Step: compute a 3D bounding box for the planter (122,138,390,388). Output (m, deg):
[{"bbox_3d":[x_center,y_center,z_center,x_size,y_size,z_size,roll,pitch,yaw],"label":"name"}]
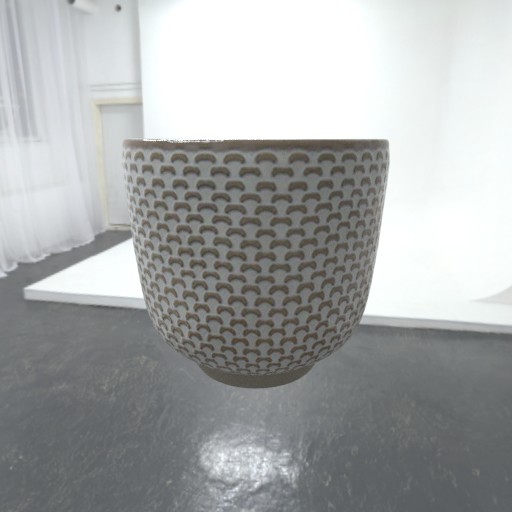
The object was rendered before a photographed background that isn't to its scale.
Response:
[{"bbox_3d":[0.000,0.000,0.253,0.139,0.130,0.139,0,15,0],"label":"planter"}]
